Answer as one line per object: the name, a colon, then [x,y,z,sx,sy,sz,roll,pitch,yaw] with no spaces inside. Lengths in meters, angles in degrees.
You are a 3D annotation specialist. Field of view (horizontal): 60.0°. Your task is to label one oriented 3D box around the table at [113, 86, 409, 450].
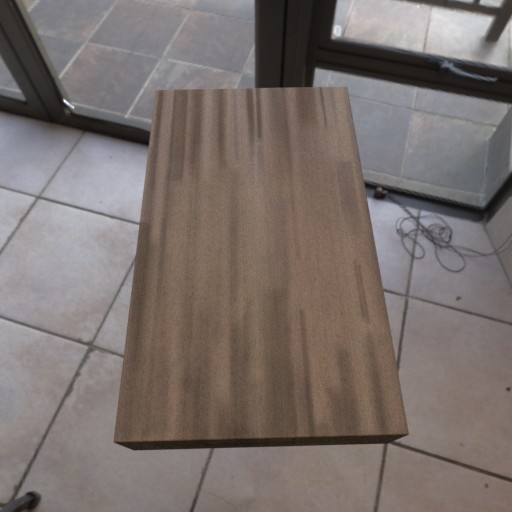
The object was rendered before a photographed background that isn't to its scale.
table: [0.000,0.000,1.369,0.643,0.347,1.088,-1,61,-1]
